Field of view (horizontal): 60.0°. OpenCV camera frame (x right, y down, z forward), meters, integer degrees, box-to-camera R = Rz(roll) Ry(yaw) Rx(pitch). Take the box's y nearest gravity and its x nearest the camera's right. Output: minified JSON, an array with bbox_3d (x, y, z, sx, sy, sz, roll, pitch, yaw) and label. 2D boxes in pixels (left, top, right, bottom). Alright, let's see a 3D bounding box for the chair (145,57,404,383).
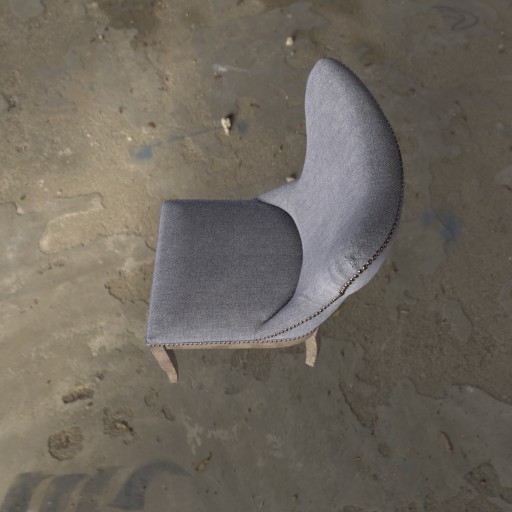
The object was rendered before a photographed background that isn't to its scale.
[{"bbox_3d":[0.000,0.000,1.419,0.681,1.002,0.654,-1,59,0],"label":"chair"}]
